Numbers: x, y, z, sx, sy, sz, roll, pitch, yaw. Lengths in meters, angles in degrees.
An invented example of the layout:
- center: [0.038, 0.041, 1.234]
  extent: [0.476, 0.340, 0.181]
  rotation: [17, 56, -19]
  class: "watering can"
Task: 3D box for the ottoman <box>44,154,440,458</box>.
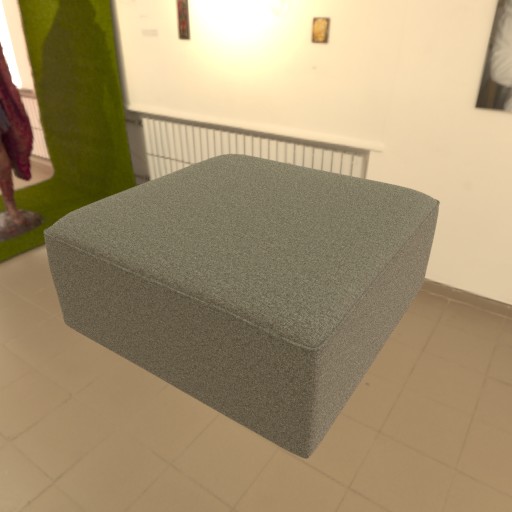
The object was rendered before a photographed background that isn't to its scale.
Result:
- center: [0.000, 0.000, 1.609]
  extent: [1.005, 0.464, 1.015]
  rotation: [18, 34, 29]
  class: "ottoman"
